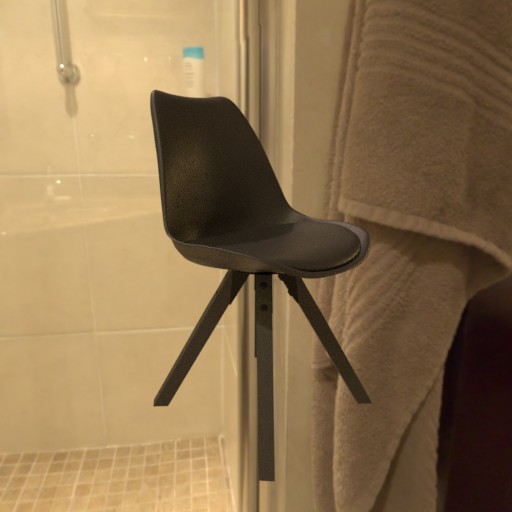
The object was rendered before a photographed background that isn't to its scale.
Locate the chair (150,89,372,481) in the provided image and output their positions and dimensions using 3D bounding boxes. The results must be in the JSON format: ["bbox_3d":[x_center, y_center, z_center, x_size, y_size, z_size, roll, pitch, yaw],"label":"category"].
[{"bbox_3d":[0.000,0.000,1.171,0.550,0.850,0.485,13,19,42],"label":"chair"}]
